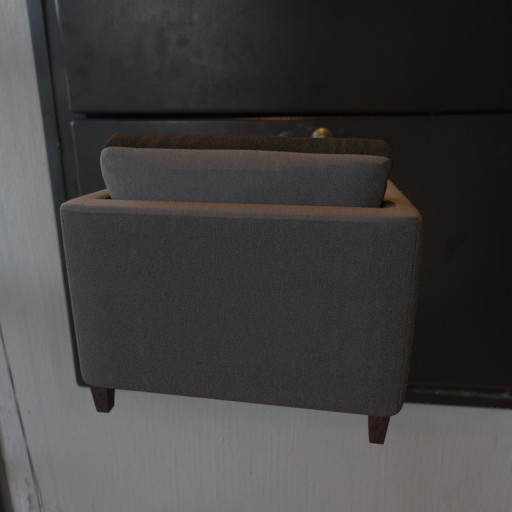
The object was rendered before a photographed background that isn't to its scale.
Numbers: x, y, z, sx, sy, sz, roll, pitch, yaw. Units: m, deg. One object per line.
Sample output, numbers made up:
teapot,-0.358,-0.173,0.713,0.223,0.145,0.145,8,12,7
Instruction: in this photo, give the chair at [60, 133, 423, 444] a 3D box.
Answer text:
chair,0.000,0.000,1.785,1.107,0.963,0.959,3,17,9
